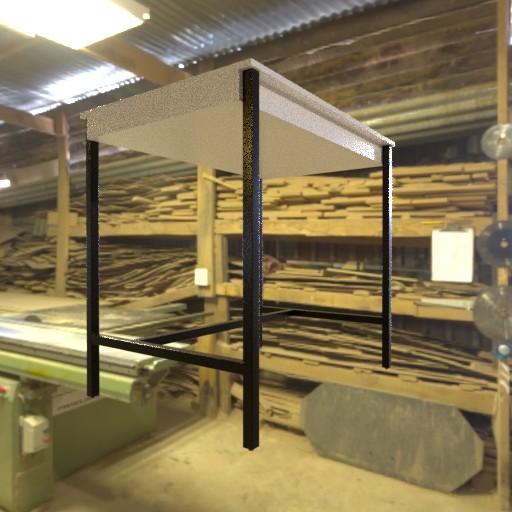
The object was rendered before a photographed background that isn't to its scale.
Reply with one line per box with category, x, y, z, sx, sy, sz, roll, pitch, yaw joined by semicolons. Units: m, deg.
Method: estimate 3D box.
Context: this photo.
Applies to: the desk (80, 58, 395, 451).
desk;0.000;0.000;1.347;0.573;0.766;0.811;0;1;36
